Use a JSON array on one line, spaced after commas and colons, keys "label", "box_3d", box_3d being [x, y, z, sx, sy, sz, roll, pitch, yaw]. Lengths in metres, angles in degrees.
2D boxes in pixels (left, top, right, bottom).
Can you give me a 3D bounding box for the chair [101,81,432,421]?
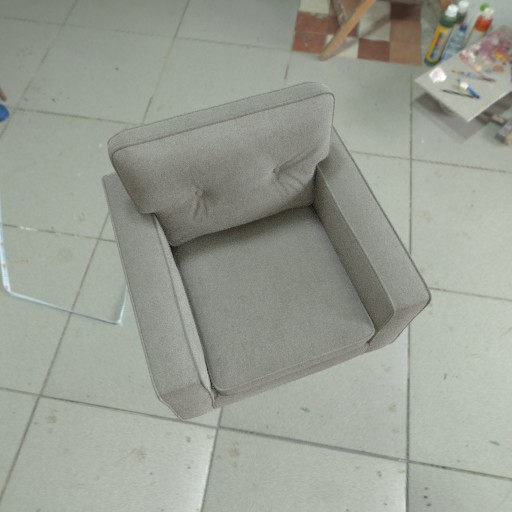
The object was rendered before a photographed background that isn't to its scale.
[{"label": "chair", "box_3d": [0.000, 0.000, 1.797, 1.015, 0.965, 0.939, -18, 64, -9]}]
